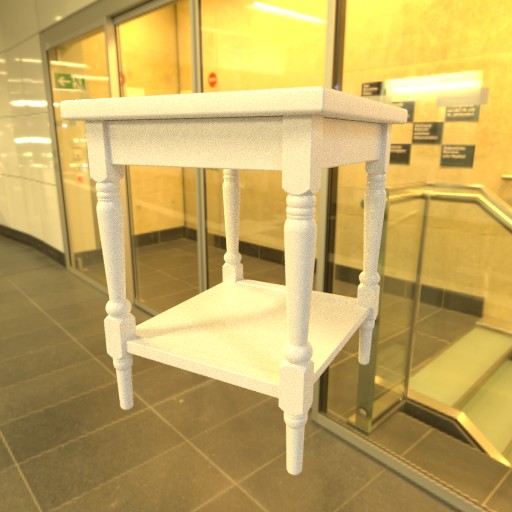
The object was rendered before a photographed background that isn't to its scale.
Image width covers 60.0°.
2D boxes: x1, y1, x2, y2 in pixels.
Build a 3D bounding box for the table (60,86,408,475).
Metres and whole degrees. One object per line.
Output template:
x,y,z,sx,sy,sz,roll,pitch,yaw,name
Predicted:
0.000,0.000,0.876,0.442,0.565,0.488,8,17,28,table
